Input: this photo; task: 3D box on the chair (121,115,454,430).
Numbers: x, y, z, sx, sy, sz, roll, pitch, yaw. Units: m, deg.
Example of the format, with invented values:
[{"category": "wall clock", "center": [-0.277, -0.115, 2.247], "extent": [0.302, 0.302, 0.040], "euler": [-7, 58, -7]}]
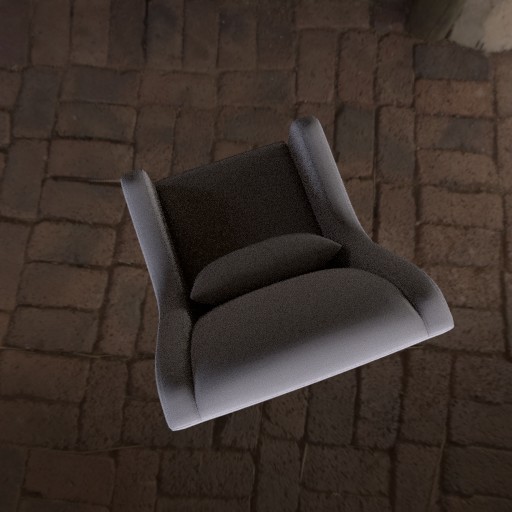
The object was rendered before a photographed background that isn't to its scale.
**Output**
[{"category": "chair", "center": [0.000, 0.000, 1.564], "extent": [0.715, 1.010, 0.863], "euler": [-19, 77, -4]}]
